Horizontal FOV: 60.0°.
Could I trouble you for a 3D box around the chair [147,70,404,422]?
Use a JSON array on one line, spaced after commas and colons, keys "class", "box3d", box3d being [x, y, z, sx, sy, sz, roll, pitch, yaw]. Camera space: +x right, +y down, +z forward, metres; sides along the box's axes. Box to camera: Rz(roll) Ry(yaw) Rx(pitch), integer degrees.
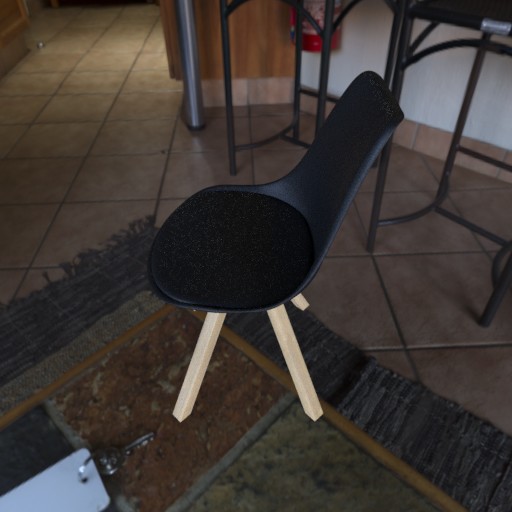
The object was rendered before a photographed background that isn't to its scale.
[{"class": "chair", "box3d": [0.000, 0.000, 1.141, 0.549, 0.850, 0.485, 0, 42, 0]}]
